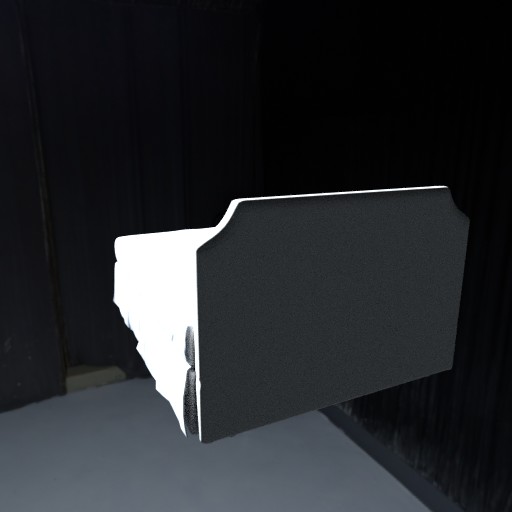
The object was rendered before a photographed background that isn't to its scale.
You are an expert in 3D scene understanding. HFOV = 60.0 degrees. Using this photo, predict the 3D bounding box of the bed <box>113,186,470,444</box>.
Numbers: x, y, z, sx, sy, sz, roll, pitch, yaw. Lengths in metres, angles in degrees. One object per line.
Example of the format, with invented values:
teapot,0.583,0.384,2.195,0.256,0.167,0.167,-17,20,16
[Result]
bed,0.000,0.000,3.591,1.977,1.293,2.498,-7,17,-25
